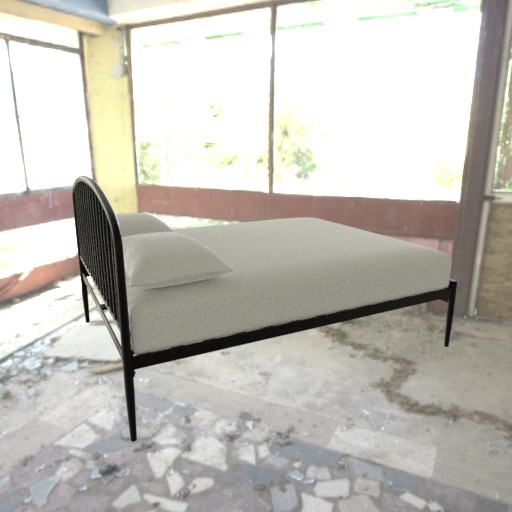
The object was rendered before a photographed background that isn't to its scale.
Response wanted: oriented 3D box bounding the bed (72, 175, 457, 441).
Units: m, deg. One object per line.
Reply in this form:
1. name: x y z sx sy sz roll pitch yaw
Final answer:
1. bed: 0.000 0.000 3.084 2.159 1.166 1.618 -8 16 -27
